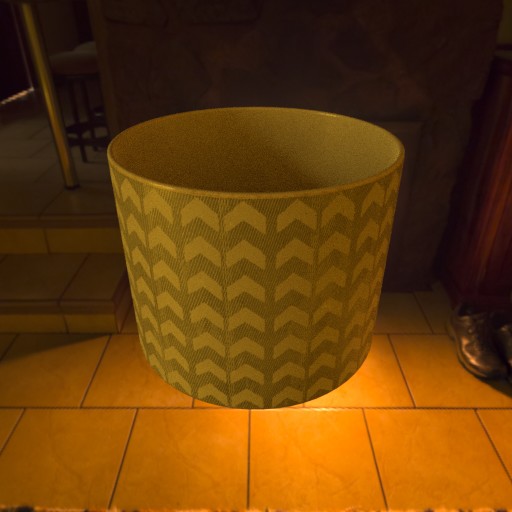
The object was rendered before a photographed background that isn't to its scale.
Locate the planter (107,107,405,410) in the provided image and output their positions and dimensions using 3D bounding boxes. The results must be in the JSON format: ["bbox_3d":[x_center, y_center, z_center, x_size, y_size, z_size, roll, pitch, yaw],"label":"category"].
[{"bbox_3d":[0.000,0.000,0.448,0.250,0.239,0.250,0,31,0],"label":"planter"}]
